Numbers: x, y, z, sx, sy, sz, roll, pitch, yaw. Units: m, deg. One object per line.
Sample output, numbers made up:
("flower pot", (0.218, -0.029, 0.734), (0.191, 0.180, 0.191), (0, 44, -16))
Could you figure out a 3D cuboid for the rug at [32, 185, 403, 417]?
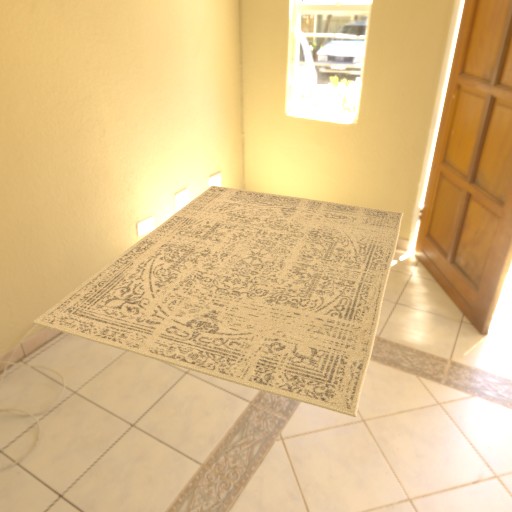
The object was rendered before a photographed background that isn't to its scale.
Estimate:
("rug", (0.000, 0.000, 3.971), (2.311, 0.032, 2.921), (11, 32, 18))
